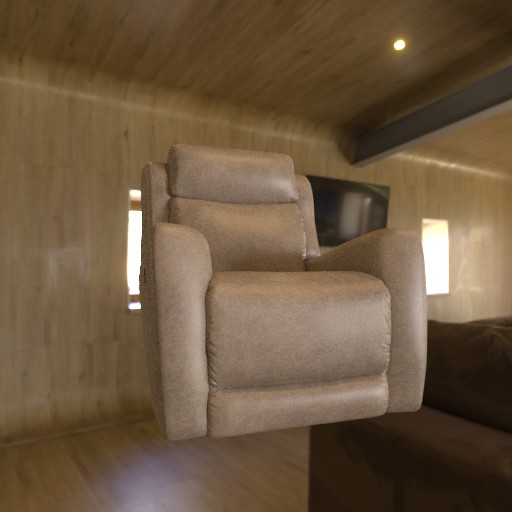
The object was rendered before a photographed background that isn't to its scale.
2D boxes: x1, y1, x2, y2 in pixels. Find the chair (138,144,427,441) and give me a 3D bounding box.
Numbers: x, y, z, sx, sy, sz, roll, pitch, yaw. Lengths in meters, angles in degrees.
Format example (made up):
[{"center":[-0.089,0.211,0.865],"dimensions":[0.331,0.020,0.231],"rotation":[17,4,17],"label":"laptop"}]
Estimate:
[{"center":[0.000,0.000,1.884],"dimensions":[0.965,1.116,1.068],"rotation":[1,-2,-18],"label":"chair"}]
